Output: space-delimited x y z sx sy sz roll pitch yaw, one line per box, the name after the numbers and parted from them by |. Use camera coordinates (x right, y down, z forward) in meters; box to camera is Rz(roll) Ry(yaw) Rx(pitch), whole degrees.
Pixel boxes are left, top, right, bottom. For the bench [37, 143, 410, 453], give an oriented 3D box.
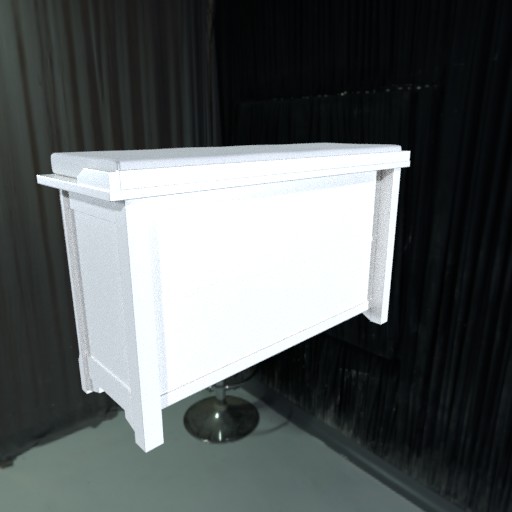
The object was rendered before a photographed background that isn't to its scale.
0.000 0.000 1.238 0.987 0.589 0.346 -15 22 -41 | bench
